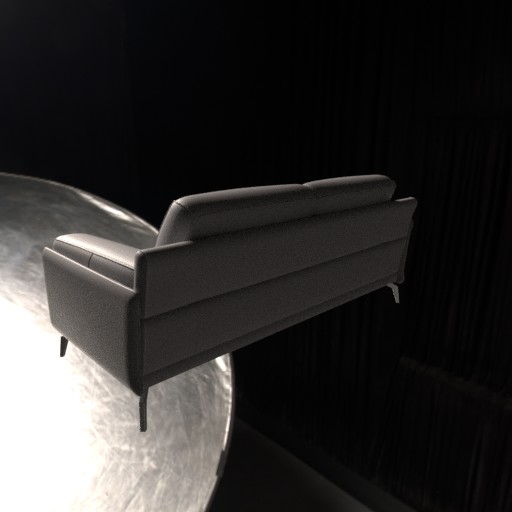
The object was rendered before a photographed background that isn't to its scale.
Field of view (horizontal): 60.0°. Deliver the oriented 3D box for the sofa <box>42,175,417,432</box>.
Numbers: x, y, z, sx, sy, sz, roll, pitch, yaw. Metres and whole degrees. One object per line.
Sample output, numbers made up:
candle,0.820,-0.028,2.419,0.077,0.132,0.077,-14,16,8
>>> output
sofa,0.000,0.000,2.592,2.100,0.900,0.969,-14,21,-42
